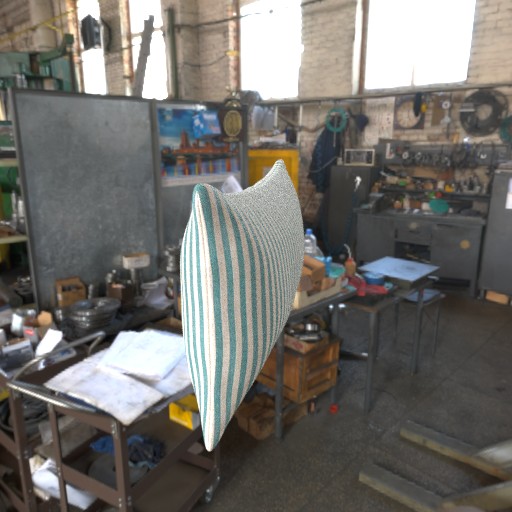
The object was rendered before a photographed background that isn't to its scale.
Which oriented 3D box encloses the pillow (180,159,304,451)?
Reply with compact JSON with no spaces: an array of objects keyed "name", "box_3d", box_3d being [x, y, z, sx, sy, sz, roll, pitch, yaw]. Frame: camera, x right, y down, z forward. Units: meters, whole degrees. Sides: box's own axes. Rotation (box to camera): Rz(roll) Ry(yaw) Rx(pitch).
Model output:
[{"name":"pillow","box_3d":[0.000,0.000,0.741,0.151,0.295,0.617,3,15,10]}]
